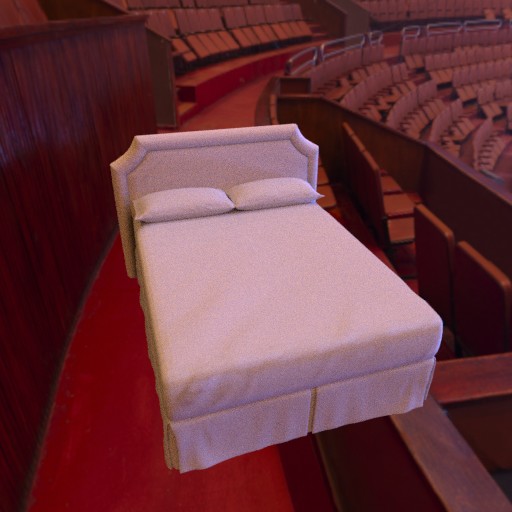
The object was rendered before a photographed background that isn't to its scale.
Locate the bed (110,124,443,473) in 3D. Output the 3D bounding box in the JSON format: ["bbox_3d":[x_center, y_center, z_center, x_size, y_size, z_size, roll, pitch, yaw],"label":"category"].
[{"bbox_3d":[0.000,0.000,3.160,1.828,1.297,2.164,-9,31,-15],"label":"bed"}]
